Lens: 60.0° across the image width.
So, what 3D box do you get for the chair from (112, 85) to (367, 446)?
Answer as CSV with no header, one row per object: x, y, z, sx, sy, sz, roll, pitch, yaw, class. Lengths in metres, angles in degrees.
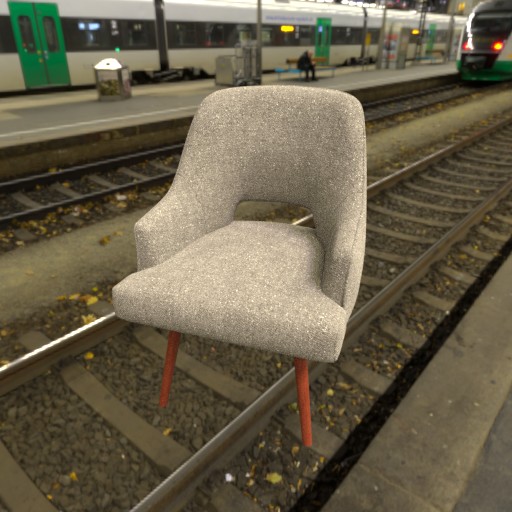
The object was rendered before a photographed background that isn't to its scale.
0.000,0.000,1.284,0.608,0.875,0.629,9,27,17,chair
